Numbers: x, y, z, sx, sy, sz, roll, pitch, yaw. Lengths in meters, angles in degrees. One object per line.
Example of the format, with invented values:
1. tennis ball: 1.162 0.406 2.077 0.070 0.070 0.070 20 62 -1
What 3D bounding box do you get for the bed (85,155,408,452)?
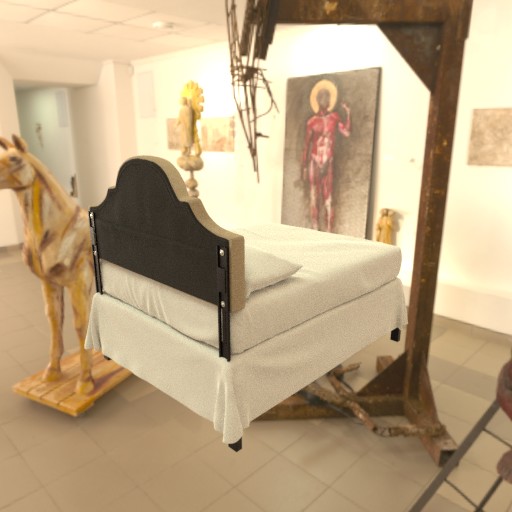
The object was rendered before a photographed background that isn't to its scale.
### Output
1. bed: 0.000 0.000 3.528 1.780 1.634 2.222 15 22 42
